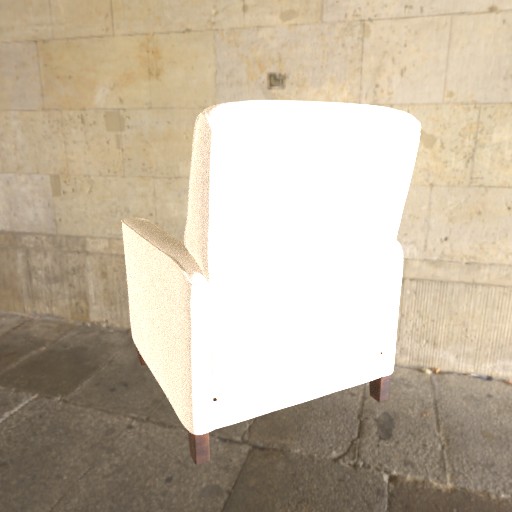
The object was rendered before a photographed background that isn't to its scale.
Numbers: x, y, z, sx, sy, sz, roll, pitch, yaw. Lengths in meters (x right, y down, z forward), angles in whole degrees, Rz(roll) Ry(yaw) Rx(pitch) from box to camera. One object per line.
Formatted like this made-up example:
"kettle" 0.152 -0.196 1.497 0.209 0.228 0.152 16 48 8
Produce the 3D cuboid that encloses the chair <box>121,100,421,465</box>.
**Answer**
"chair" 0.000 0.000 1.629 0.841 1.028 0.858 -8 17 -27
